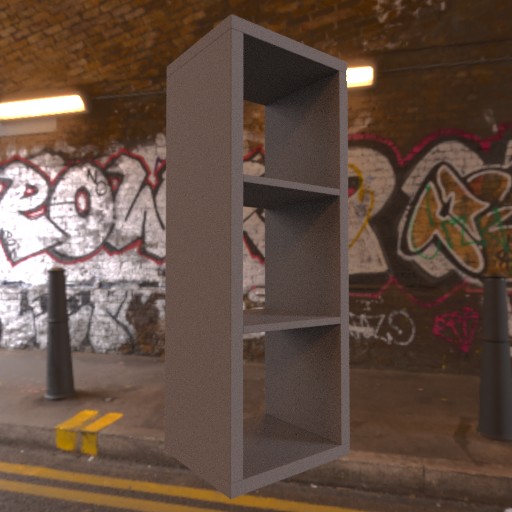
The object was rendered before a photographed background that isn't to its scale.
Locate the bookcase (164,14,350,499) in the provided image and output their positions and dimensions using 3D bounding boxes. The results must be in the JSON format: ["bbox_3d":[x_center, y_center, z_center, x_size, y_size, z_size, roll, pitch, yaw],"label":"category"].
[{"bbox_3d":[0.000,0.000,1.234,0.390,1.080,0.330,1,-2,-37],"label":"bookcase"}]
